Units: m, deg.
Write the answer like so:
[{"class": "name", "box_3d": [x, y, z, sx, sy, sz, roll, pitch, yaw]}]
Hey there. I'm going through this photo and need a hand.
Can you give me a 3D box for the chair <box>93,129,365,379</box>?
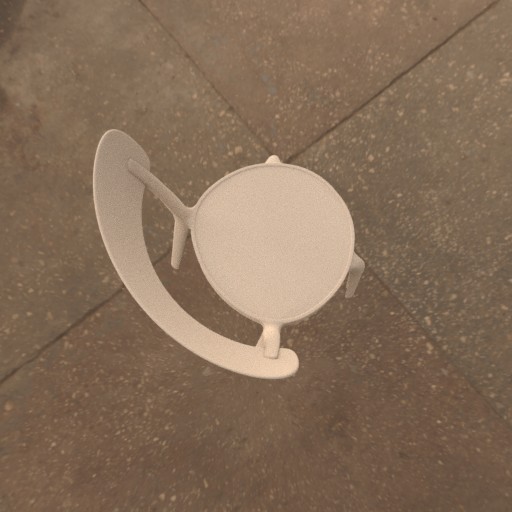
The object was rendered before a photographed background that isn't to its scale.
[{"class": "chair", "box_3d": [0.000, 0.000, 1.096, 0.491, 0.790, 0.506, -36, 79, -8]}]
